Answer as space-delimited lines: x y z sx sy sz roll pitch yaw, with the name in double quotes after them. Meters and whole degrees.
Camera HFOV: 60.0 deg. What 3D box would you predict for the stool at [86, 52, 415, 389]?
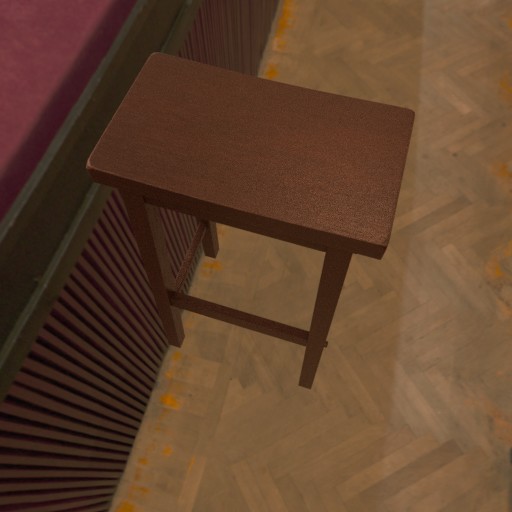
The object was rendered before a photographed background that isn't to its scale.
0.000 0.000 0.939 0.406 0.742 0.322 16 65 8 "stool"
